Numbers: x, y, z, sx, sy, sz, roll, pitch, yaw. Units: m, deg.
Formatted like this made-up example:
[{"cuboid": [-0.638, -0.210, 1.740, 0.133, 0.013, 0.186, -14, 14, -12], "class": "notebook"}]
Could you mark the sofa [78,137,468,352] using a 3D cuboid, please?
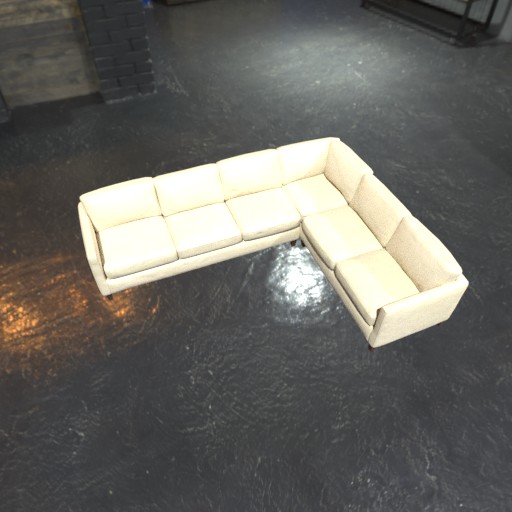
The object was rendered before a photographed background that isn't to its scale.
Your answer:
[{"cuboid": [0.000, 0.000, 4.681, 3.302, 0.947, 2.593, -16, 50, -14], "class": "sofa"}]
